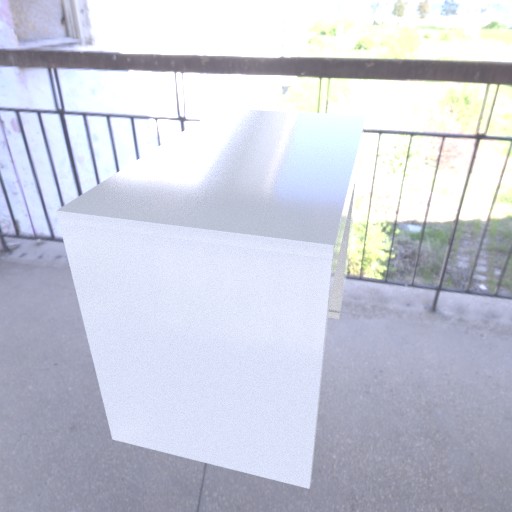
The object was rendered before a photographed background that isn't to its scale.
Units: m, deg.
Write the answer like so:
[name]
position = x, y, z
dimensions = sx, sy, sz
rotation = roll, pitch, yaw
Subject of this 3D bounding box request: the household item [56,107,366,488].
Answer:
[household item]
position = 0.000, 0.000, 1.535
dimensions = 0.597, 0.749, 1.100
rotation = 8, 31, 13
